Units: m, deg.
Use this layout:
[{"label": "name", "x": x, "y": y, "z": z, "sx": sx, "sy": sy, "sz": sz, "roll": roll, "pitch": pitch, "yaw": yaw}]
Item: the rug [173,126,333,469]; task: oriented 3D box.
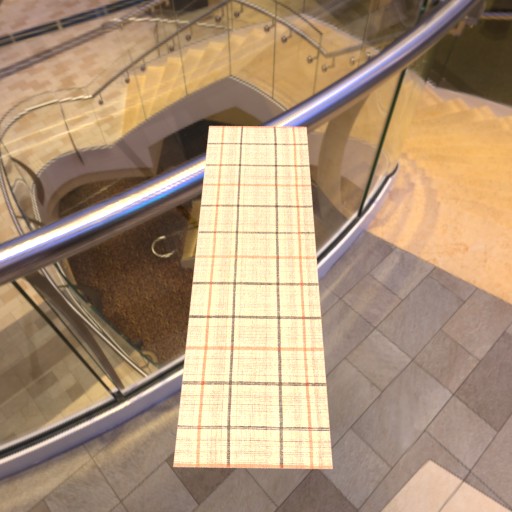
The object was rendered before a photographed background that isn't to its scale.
[{"label": "rug", "x": 0.000, "y": 0.000, "z": 2.795, "sx": 0.762, "sy": 0.008, "sz": 2.439, "roll": 1, "pitch": 56, "yaw": 0}]
